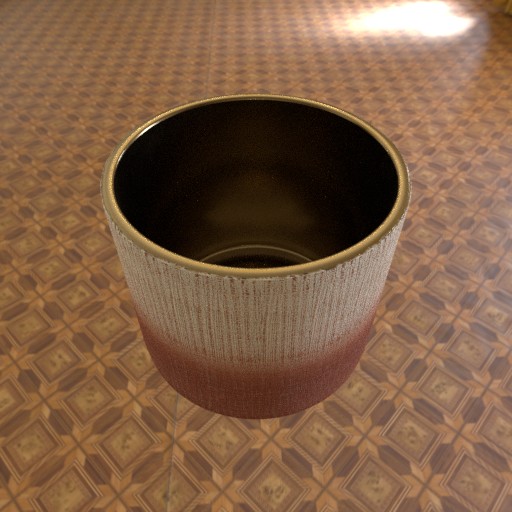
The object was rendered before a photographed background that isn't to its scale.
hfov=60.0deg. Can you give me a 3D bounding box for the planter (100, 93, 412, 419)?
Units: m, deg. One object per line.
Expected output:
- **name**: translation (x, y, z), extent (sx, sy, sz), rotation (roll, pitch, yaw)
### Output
- **planter**: translation (0.000, 0.000, 0.442), extent (0.254, 0.221, 0.254), rotation (0, 47, 0)
